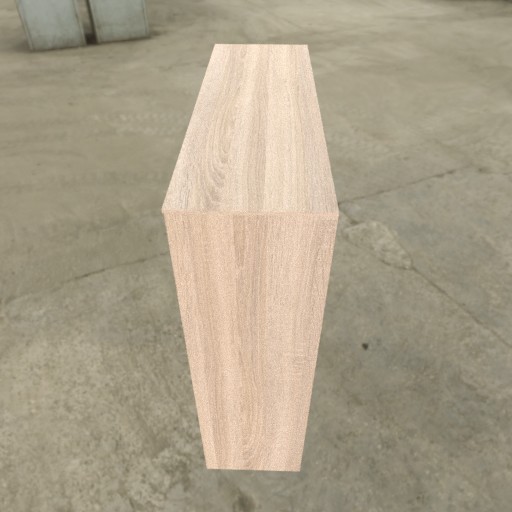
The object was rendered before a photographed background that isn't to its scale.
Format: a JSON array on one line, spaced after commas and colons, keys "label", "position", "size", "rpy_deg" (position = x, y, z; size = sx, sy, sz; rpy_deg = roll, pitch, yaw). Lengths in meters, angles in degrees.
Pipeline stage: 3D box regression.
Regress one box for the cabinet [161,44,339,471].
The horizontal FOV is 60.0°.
[{"label": "cabinet", "position": [0.000, 0.000, 2.895], "size": [0.620, 2.060, 1.870], "rpy_deg": [1, 41, 1]}]
